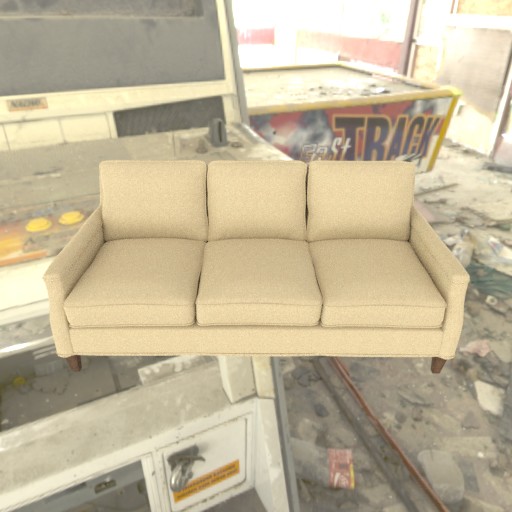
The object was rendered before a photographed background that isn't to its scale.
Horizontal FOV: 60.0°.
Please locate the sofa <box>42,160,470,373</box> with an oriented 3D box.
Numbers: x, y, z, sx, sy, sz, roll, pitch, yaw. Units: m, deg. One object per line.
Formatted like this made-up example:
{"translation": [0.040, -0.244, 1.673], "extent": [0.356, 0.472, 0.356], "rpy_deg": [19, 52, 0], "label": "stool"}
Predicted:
{"translation": [0.000, 0.000, 2.764], "extent": [2.246, 1.003, 1.084], "rpy_deg": [0, 30, 0], "label": "sofa"}
